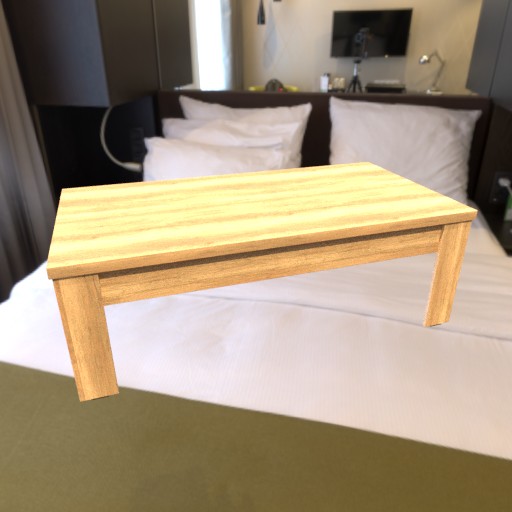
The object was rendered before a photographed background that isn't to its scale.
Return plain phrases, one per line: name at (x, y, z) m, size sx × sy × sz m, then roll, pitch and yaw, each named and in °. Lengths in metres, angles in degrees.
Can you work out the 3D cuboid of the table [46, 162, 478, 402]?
table at (0.000, 0.000, 1.710) m, size 1.350 × 0.460 × 0.700 m, roll -8°, pitch 27°, yaw -16°
